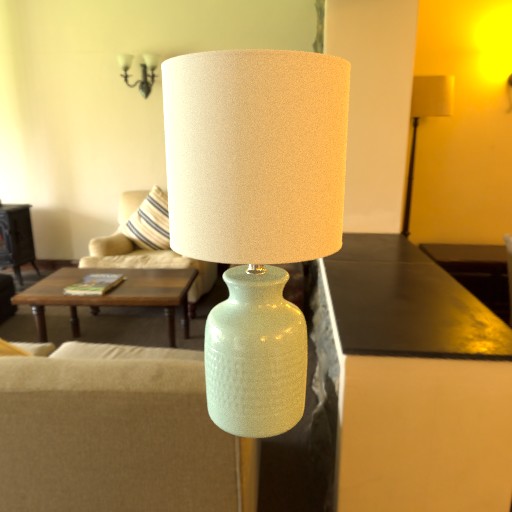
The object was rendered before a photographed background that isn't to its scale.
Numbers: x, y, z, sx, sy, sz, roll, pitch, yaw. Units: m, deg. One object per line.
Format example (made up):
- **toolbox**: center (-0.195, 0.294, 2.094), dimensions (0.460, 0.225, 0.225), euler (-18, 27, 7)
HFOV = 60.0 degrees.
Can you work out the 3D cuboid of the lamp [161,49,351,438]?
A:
- **lamp**: center (0.000, 0.000, 1.104), dimensions (0.418, 0.871, 0.418), euler (-14, 20, -42)
